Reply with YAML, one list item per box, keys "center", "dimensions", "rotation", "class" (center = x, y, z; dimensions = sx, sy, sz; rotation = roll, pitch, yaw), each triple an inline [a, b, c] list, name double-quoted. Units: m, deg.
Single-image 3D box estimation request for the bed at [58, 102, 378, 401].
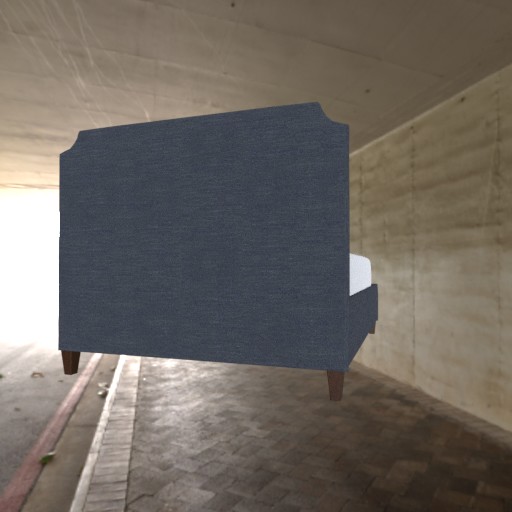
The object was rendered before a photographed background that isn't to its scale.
- center: [0.000, 0.000, 3.444]
  dimensions: [1.713, 1.443, 2.372]
  rotation: [-1, -2, 19]
  class: "bed"
